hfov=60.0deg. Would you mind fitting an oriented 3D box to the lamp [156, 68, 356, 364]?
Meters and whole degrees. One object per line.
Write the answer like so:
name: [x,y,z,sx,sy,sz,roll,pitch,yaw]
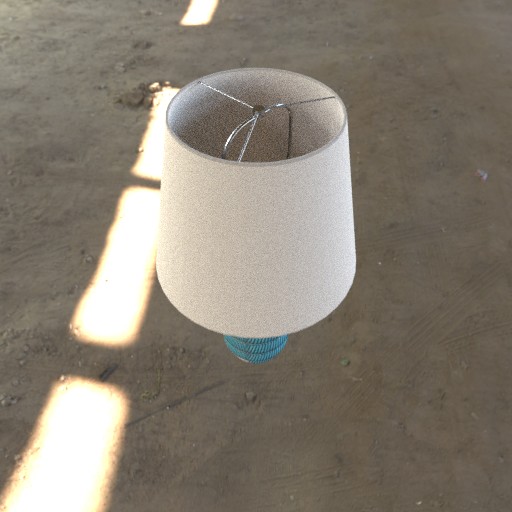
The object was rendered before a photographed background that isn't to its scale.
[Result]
lamp: [0.000,0.000,0.803,0.355,0.582,0.355,0,48,0]
